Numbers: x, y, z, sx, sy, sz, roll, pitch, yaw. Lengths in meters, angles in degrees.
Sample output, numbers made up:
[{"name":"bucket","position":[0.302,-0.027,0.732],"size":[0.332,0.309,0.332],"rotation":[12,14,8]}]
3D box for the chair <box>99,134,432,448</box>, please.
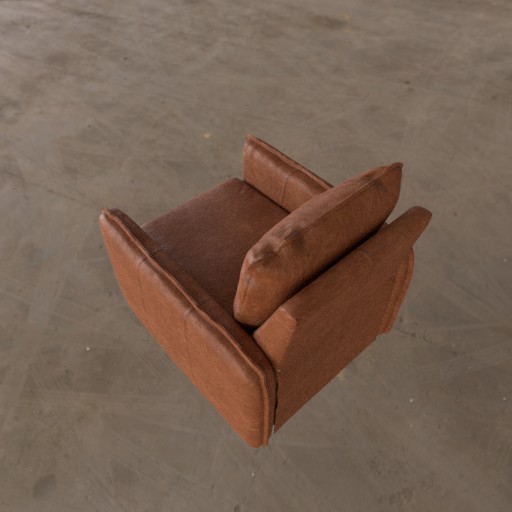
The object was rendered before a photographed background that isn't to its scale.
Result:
[{"name":"chair","position":[0.000,0.000,1.646],"size":[0.830,0.922,0.922],"rotation":[-34,56,-27]}]
